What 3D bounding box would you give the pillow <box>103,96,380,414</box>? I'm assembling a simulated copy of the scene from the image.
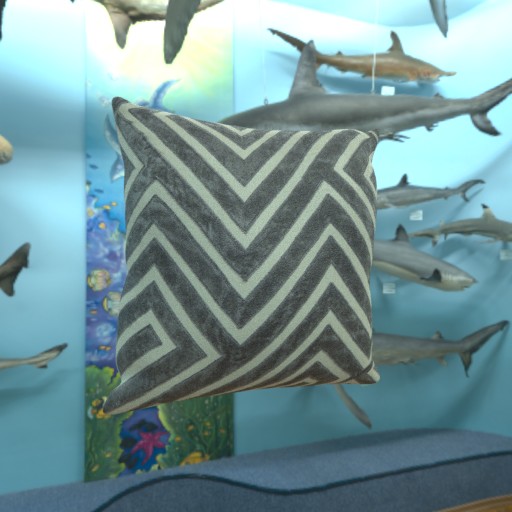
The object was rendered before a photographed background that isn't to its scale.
[{"bbox_3d":[0.000,0.000,0.674,0.440,0.441,0.182,0,0,-18],"label":"pillow"}]
